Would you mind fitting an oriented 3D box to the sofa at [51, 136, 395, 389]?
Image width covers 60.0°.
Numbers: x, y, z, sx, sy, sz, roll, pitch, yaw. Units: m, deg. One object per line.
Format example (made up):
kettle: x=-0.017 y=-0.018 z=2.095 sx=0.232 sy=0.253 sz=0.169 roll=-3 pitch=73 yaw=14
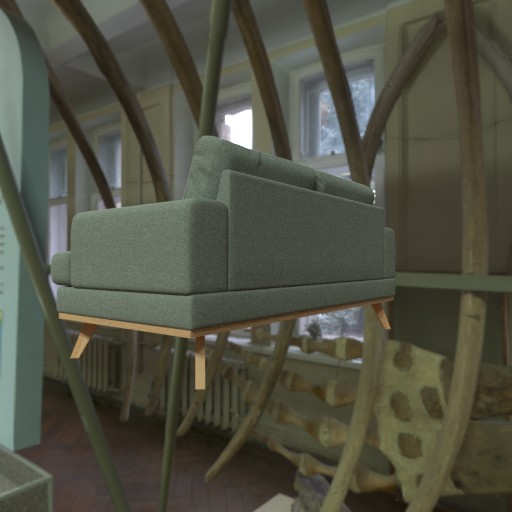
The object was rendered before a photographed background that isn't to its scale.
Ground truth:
sofa: x=0.000 y=0.000 z=2.138 sx=0.785 sy=0.810 sz=1.650 roll=-1 pitch=-1 yaw=38
